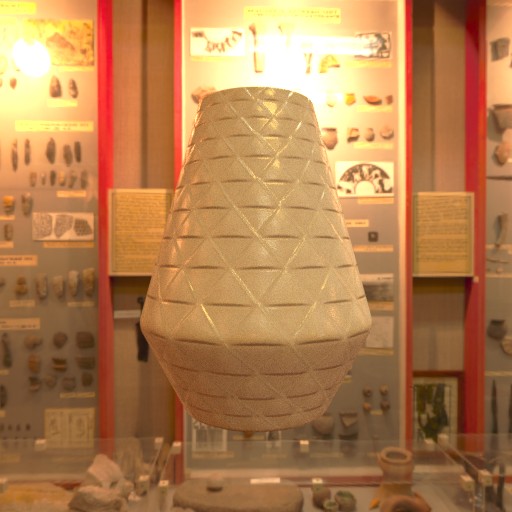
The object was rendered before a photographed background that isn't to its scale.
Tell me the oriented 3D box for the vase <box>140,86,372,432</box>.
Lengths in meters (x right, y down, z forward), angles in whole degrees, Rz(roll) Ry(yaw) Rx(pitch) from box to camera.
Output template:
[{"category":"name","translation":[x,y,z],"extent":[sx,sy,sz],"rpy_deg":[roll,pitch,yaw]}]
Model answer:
[{"category":"vase","translation":[0.000,0.000,0.344],"extent":[0.175,0.230,0.175],"rpy_deg":[0,1,0]}]
